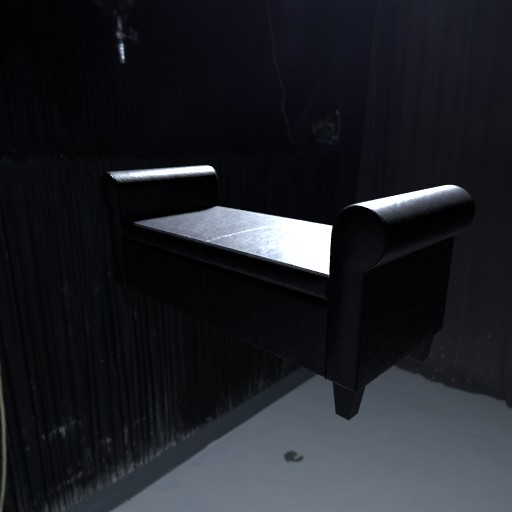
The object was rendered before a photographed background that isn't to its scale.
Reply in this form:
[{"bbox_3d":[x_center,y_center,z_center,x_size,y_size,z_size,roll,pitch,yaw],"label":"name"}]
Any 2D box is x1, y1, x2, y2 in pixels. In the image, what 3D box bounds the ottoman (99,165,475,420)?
[{"bbox_3d":[0.000,0.000,1.565,1.256,0.547,0.521,15,22,42],"label":"ottoman"}]
